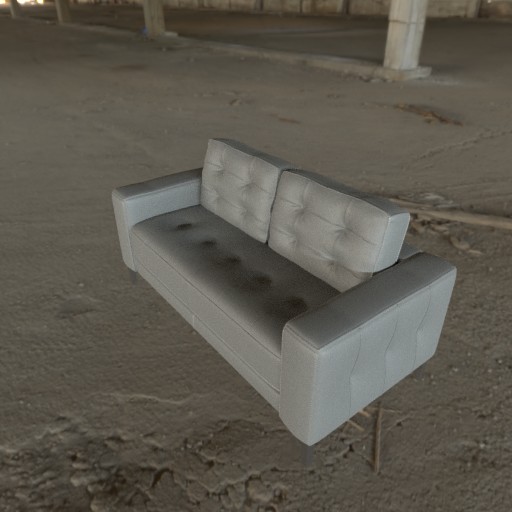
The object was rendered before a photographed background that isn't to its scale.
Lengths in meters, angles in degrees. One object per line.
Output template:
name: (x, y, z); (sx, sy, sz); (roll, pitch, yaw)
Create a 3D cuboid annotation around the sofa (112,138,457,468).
sofa: (0.000, 0.000, 2.280); (0.833, 0.893, 1.726); (-22, 37, -32)
